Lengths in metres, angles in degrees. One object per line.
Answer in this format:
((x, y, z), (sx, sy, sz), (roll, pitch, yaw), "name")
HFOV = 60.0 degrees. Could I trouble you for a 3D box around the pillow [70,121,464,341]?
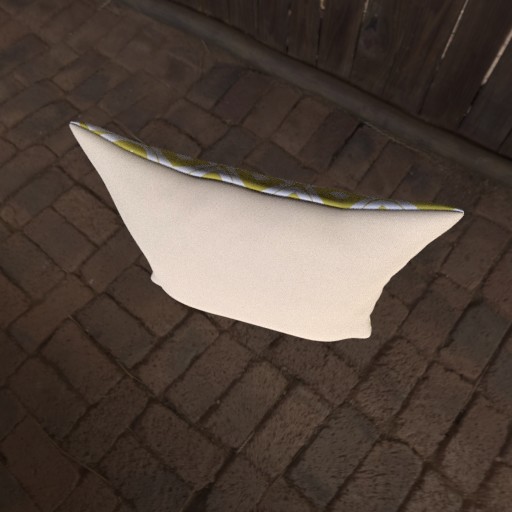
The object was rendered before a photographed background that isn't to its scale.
((0.000, 0.000, 0.763), (0.504, 0.494, 0.188), (14, 64, 7), "pillow")
